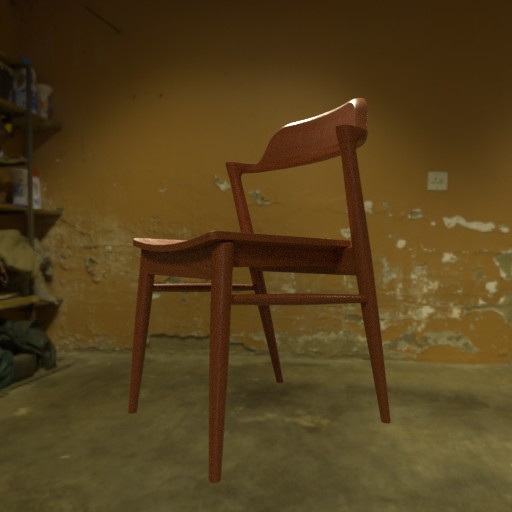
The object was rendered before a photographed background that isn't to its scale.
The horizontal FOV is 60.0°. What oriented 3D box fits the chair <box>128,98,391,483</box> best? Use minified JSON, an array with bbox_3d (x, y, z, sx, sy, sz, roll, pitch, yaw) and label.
[{"bbox_3d":[0.000,0.000,1.101,0.499,0.801,0.496,0,0,-35],"label":"chair"}]
